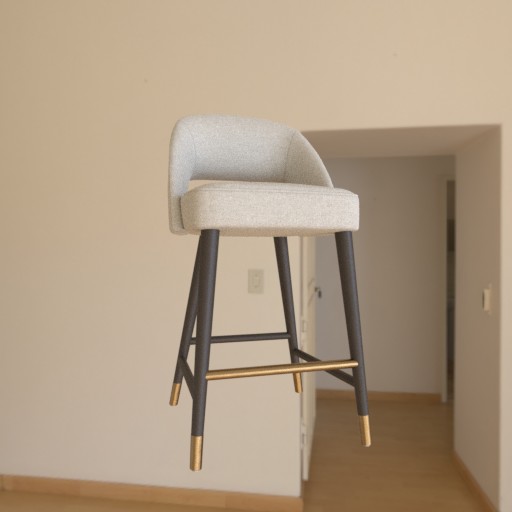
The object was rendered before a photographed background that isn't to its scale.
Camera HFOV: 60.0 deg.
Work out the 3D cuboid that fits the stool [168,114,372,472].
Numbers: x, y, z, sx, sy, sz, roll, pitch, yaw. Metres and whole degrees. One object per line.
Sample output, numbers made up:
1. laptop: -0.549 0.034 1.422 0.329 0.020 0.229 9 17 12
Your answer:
1. stool: 0.000 0.000 1.269 0.494 0.940 0.509 0 1 -17
